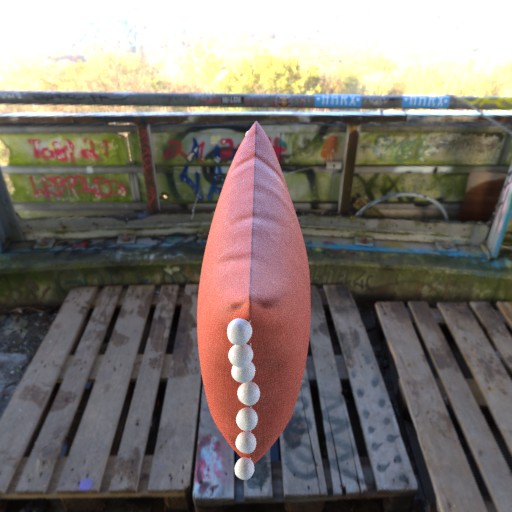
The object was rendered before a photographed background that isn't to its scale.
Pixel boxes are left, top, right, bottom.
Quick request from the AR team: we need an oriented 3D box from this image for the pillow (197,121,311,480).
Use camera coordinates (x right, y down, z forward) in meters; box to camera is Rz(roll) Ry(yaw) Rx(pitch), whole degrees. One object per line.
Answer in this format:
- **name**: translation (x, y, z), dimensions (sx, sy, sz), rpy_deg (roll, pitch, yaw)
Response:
- **pillow**: translation (0.000, 0.000, 0.837), dimensions (0.201, 0.322, 0.709), rpy_deg (0, 33, 1)
